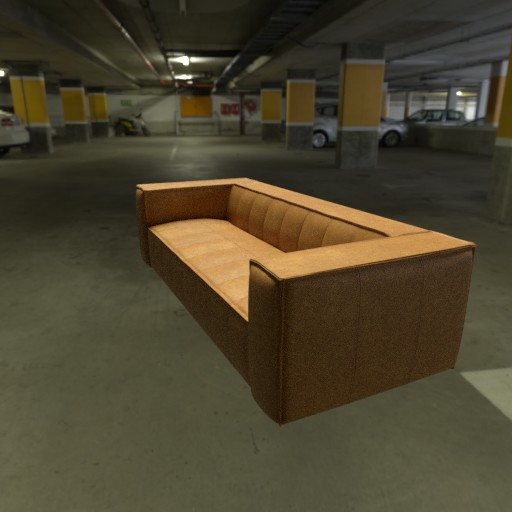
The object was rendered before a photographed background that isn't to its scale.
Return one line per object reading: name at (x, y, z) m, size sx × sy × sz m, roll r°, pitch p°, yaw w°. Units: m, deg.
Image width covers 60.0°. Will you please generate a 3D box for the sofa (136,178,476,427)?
sofa at (0.000, 0.000, 2.998) m, size 1.102 × 0.701 × 2.581 m, roll -8°, pitch 19°, yaw -25°
